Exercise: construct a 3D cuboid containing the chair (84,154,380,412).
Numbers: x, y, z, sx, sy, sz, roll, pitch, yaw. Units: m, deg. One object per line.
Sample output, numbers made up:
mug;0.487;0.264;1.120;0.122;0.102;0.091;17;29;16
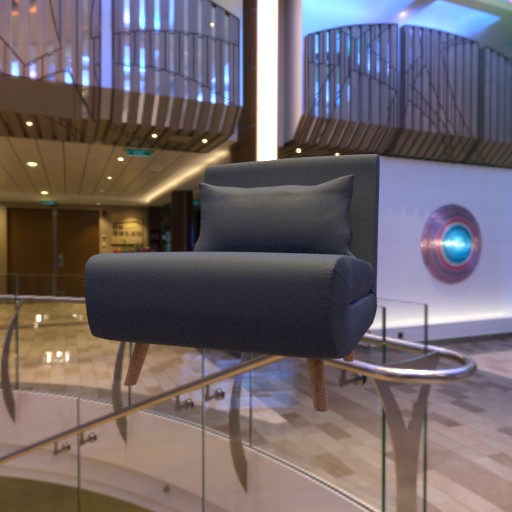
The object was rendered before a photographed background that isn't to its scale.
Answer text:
chair;0.000;0.000;1.548;0.770;0.808;0.900;0;1;21
